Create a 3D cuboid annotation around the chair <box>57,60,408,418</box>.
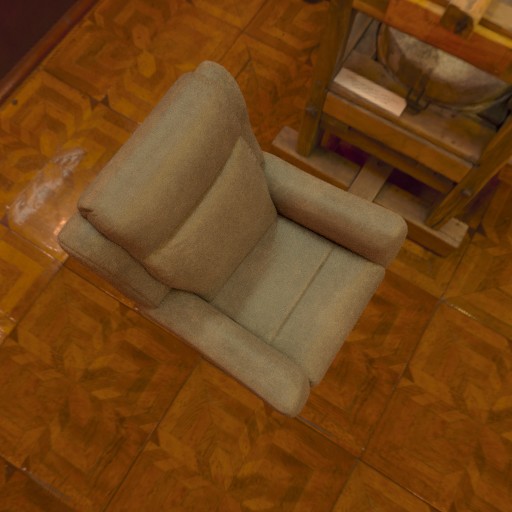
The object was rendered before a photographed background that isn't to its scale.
[{"bbox_3d":[0.000,0.000,1.916,1.068,1.116,0.965,33,76,9],"label":"chair"}]
